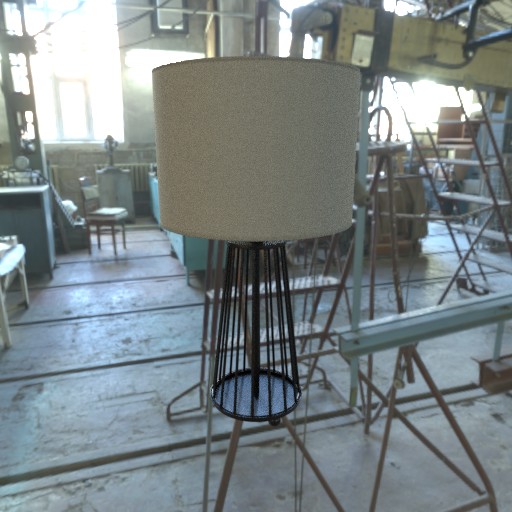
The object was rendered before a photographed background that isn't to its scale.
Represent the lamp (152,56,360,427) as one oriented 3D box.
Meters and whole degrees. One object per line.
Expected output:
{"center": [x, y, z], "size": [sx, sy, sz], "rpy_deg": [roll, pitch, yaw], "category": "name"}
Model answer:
{"center": [0.000, 0.000, 0.775], "size": [0.322, 0.593, 0.322], "rpy_deg": [8, 17, 26], "category": "lamp"}
